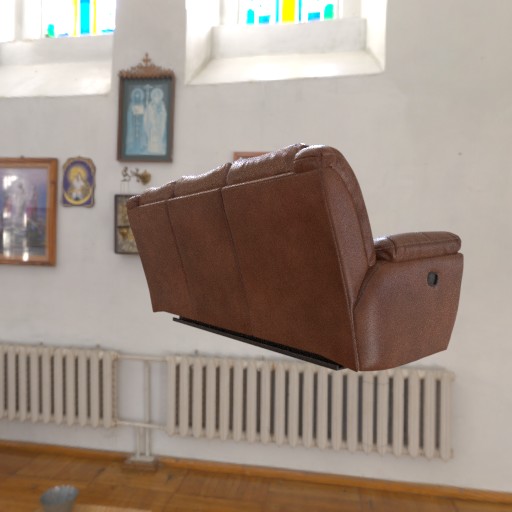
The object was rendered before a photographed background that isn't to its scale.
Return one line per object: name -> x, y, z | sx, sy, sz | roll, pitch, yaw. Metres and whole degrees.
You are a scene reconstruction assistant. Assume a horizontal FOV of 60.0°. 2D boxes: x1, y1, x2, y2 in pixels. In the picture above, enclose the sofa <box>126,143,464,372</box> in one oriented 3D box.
sofa -> 0.000, 0.000, 2.886 | 0.991, 1.043, 2.337 | -1, 1, -35
